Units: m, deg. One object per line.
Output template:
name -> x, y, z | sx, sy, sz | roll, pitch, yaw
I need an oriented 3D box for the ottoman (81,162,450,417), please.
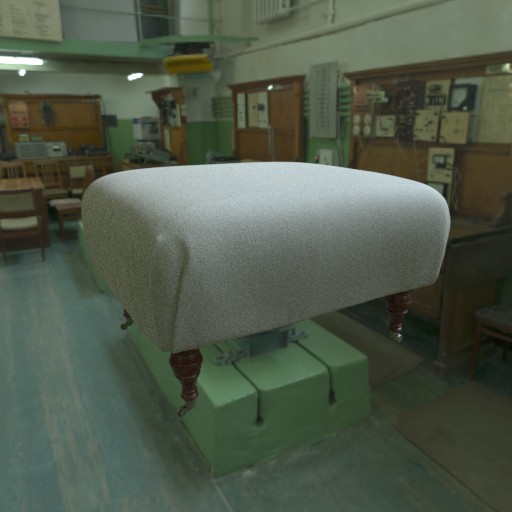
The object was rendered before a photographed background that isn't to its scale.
ottoman -> 0.000, 0.000, 1.127 | 0.746, 0.450, 0.639 | -10, 20, -29
